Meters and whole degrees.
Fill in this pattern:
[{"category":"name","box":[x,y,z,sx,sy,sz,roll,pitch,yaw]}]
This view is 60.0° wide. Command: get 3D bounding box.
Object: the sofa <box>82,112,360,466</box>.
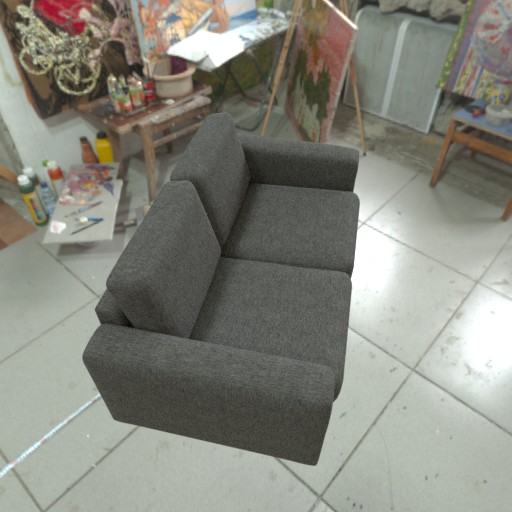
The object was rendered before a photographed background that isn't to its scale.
[{"category":"sofa","box":[0.000,0.000,2.046,0.900,0.800,1.520,9,46,9]}]
